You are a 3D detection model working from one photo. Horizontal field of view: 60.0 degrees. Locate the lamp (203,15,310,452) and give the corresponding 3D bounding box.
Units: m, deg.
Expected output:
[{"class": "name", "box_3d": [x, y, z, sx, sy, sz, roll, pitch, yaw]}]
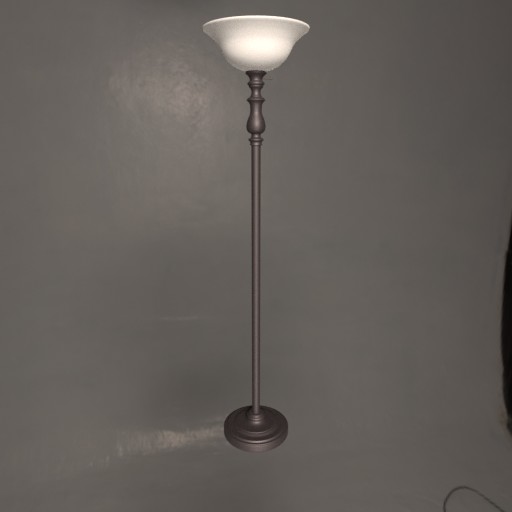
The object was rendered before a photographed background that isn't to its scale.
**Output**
[{"class": "lamp", "box_3d": [0.000, 0.000, 1.931, 0.405, 1.797, 0.405, -3, 16, -9]}]
